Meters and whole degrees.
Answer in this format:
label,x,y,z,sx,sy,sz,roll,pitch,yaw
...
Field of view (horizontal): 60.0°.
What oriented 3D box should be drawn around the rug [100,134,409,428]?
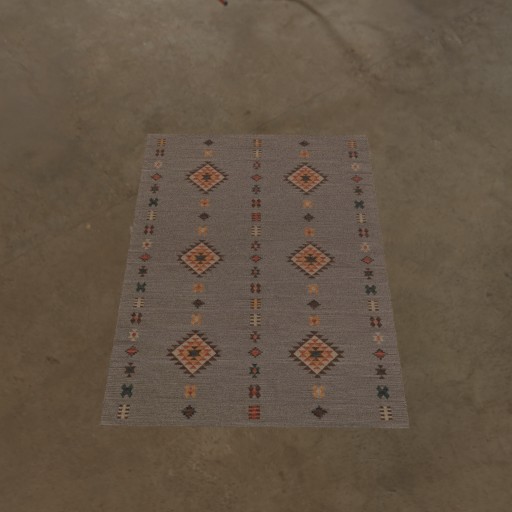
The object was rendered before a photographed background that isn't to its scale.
label,x,y,z,sx,sy,sz,roll,pitch,yaw
rug,0.000,0.000,4.181,2.425,0.008,3.035,0,62,0
